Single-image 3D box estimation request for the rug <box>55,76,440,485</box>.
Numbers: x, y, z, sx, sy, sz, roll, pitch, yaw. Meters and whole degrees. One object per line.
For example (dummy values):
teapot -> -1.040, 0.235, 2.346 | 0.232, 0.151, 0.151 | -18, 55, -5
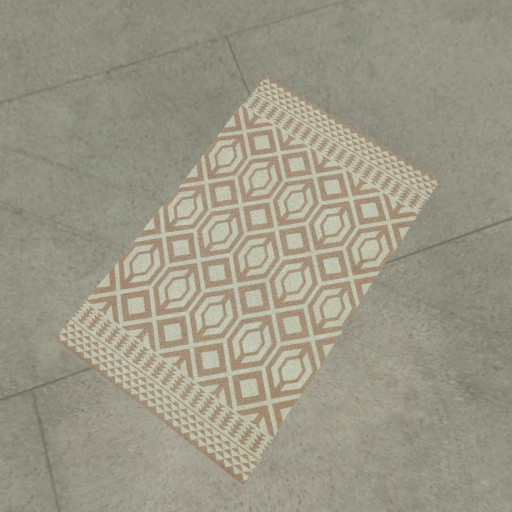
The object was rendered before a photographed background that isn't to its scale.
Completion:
rug -> 0.000, 0.000, 3.040 | 1.526, 0.011, 2.435 | 34, 78, 8
